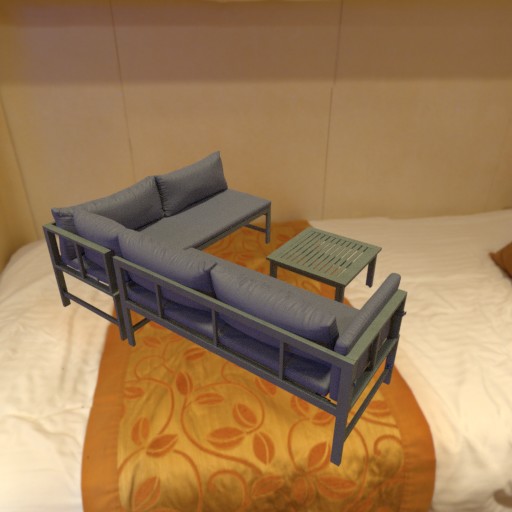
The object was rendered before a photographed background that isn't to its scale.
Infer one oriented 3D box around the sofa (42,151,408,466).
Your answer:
[{"bbox_3d":[0.000,0.000,2.971,2.149,0.762,1.658,19,35,30],"label":"sofa"}]
